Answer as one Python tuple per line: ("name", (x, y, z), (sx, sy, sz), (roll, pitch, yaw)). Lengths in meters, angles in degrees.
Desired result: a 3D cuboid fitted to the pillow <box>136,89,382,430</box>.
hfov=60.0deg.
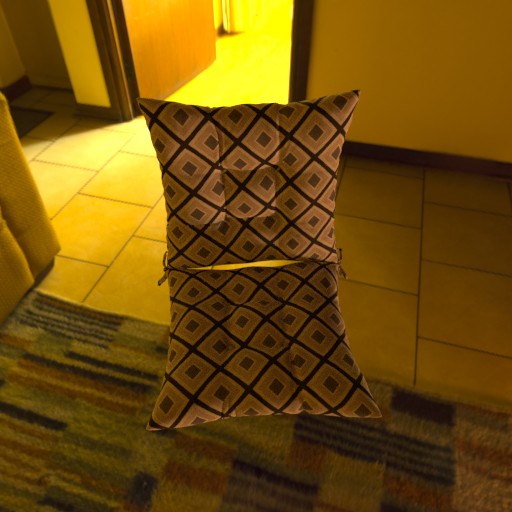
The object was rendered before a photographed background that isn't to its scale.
("pillow", (0.000, 0.000, 0.997), (0.541, 0.536, 0.585), (-2, 44, -3))
